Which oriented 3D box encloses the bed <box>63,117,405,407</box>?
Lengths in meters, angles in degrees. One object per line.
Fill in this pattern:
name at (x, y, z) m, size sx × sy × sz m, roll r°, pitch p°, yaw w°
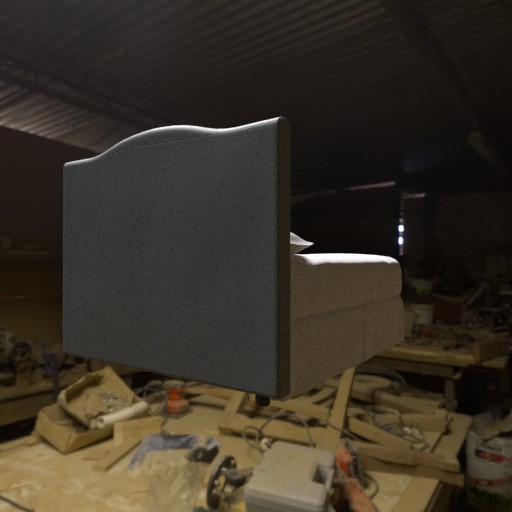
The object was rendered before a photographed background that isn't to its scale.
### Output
bed at (0.000, 0.000, 3.394) m, size 1.753 × 1.460 × 2.143 m, roll 0°, pitch -1°, yaw 35°
